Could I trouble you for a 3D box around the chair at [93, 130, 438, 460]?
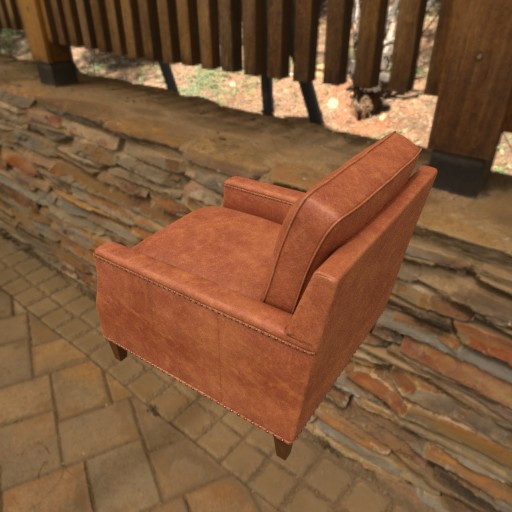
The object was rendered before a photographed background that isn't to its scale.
[{"bbox_3d":[0.000,0.000,1.711,1.014,0.943,0.853,20,37,28],"label":"chair"}]
